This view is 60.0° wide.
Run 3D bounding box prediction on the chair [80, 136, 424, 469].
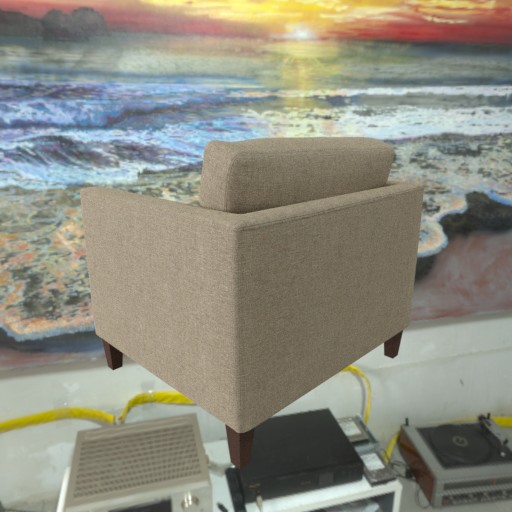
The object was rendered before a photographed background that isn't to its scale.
[{"bbox_3d":[0.000,0.000,1.876,0.959,0.987,1.107,16,23,43],"label":"chair"}]
